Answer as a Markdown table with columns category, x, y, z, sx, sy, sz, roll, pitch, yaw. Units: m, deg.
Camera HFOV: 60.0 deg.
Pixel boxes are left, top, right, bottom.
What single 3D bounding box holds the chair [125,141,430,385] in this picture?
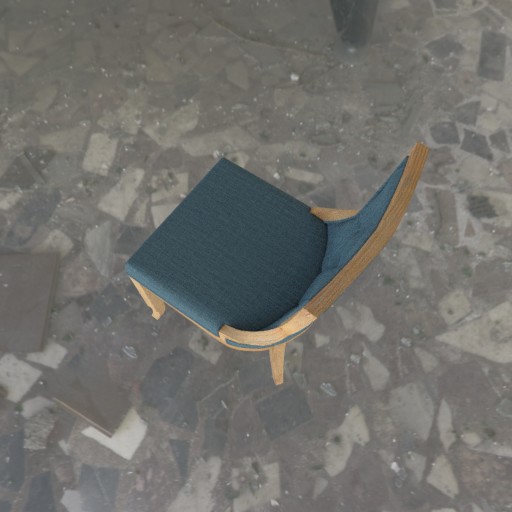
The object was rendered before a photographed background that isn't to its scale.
| category | x | y | z | sx | sy | sz | roll | pitch | yaw |
| --- | --- | --- | --- | --- | --- | --- | --- | --- | --- |
| chair | 0.000 | 0.000 | 1.345 | 0.641 | 0.947 | 0.524 | 32 | 68 | 15 |
